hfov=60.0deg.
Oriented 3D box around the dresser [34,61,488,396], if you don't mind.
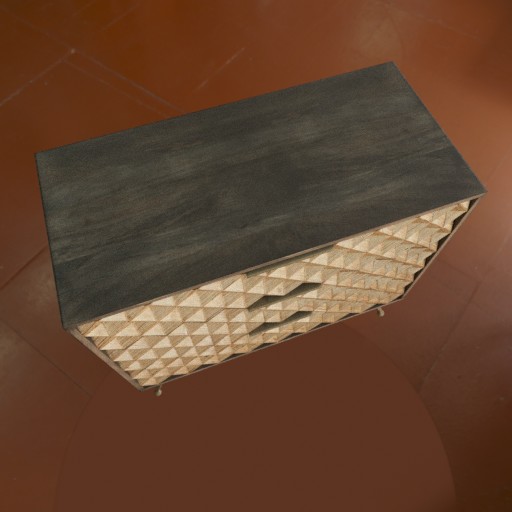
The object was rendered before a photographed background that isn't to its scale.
[{"bbox_3d":[0.000,0.000,1.348,0.923,0.801,0.453,-18,64,-9],"label":"dresser"}]
